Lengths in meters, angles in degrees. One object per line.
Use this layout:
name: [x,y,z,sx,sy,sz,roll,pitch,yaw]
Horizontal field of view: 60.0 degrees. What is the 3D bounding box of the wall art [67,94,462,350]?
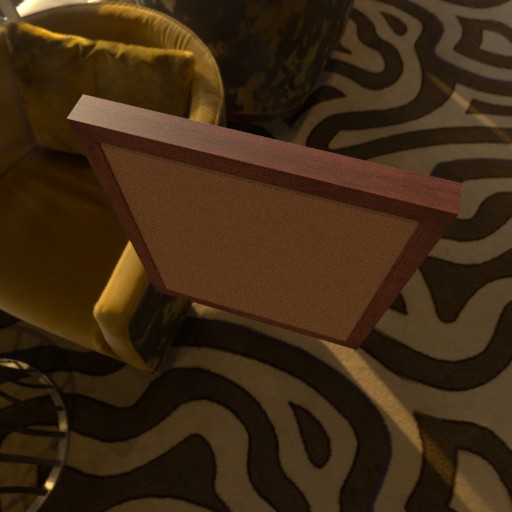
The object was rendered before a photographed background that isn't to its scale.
wall art: [0.000,0.000,0.533,0.330,0.381,0.030,15,64,8]
